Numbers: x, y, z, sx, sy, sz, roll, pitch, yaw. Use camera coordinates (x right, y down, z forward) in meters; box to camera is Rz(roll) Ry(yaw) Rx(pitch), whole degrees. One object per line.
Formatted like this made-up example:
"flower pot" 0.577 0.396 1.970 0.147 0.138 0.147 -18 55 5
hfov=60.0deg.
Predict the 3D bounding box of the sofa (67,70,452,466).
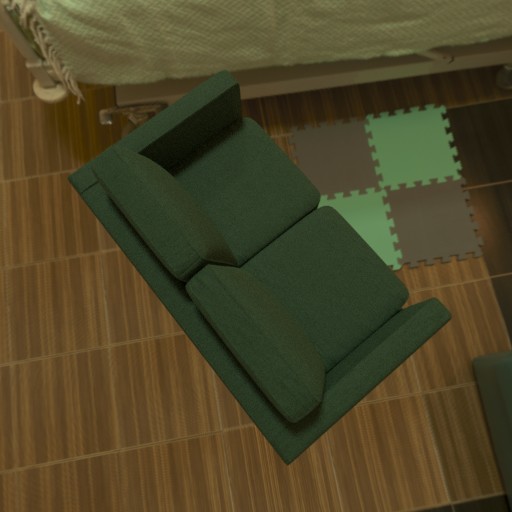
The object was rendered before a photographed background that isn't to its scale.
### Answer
"sofa" 0.000 0.000 1.999 0.879 0.899 1.430 -38 79 -9
